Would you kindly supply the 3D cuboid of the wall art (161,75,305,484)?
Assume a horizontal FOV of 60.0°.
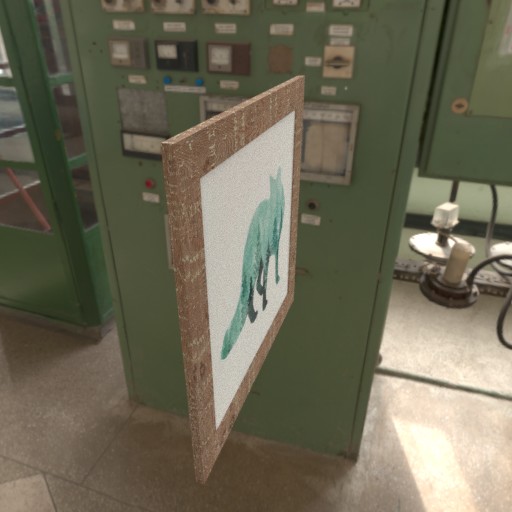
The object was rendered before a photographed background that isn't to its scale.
[{"bbox_3d":[0.000,0.000,0.564,0.012,0.384,0.384,10,31,17],"label":"wall art"}]
